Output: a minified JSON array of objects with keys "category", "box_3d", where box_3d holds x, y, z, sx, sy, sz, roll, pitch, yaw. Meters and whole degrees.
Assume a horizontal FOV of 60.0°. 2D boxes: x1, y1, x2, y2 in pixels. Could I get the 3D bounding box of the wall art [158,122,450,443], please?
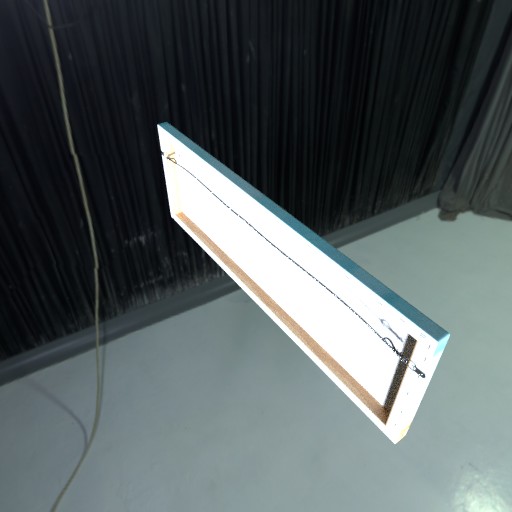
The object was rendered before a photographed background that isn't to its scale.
[{"category":"wall art","box_3d":[0.000,0.000,0.847,0.044,0.254,0.759,-25,47,-26]}]
